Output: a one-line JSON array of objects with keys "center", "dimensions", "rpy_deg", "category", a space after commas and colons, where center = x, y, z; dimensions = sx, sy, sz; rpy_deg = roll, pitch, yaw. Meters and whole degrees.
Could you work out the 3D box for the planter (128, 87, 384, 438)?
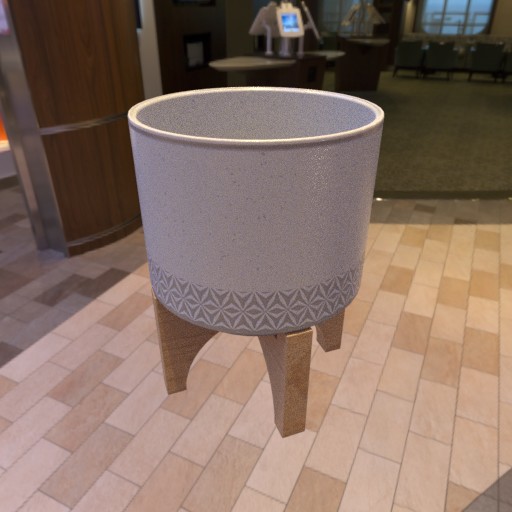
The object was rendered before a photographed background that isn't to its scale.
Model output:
[{"center": [0.000, 0.000, 0.274], "dimensions": [0.130, 0.178, 0.130], "rpy_deg": [0, 30, 0], "category": "planter"}]
